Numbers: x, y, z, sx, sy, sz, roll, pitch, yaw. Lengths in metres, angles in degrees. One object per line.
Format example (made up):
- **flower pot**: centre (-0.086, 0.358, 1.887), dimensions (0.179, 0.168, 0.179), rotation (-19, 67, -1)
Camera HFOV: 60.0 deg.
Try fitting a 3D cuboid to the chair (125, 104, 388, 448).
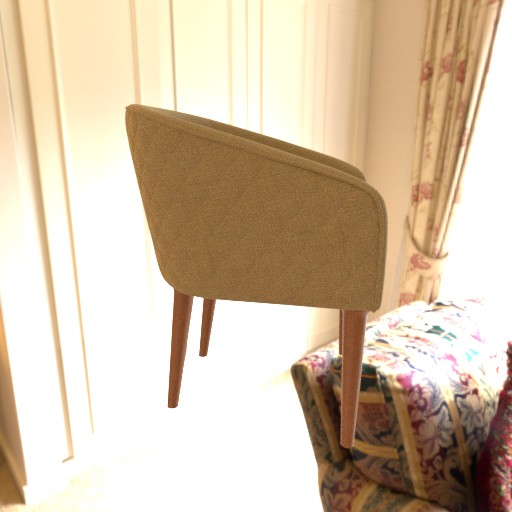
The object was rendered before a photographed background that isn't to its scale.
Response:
- **chair**: centre (0.000, 0.000, 1.199), dimensions (0.616, 0.775, 0.584), rotation (2, 15, 9)
